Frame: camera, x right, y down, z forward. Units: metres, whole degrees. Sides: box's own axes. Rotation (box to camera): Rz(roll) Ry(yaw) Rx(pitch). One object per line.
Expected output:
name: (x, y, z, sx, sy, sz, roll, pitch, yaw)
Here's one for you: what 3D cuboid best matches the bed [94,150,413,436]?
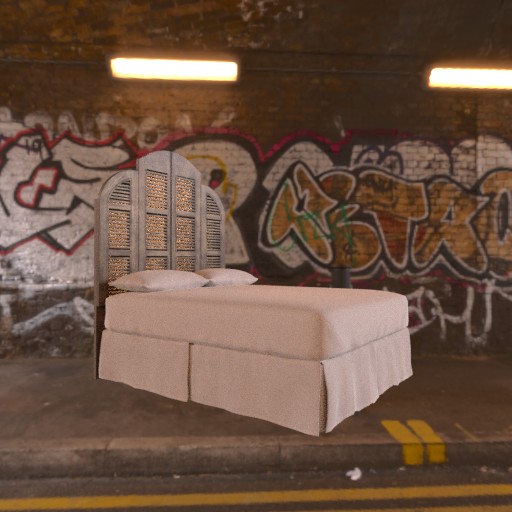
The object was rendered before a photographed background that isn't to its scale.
bed: (0.000, 0.000, 3.692, 2.138, 2.019, 1.713, 0, -1, 35)
